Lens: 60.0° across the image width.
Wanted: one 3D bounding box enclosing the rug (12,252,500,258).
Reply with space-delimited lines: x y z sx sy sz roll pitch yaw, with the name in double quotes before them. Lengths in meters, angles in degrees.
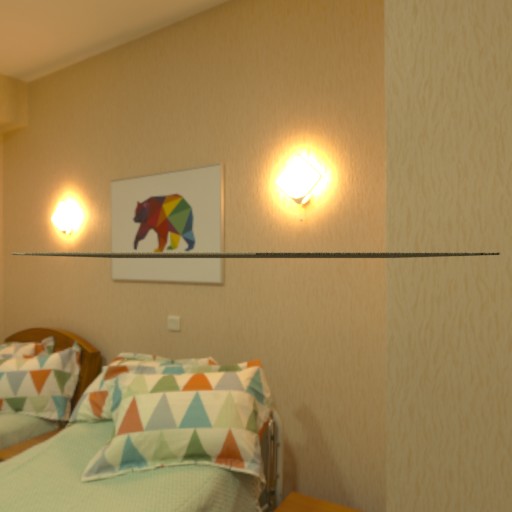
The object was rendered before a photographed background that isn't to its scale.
"rug" 0.000 0.000 2.890 2.312 0.013 1.600 0 -1 0
